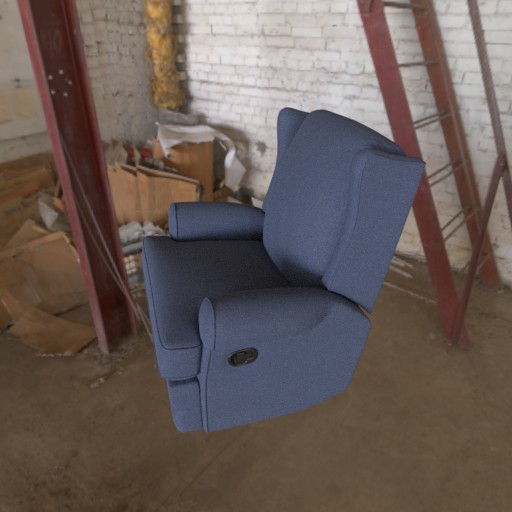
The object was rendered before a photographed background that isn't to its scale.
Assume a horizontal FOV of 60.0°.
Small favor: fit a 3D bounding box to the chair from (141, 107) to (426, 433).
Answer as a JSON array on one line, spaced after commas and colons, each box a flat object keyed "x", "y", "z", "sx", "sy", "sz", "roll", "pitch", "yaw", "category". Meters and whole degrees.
[{"x": 0.000, "y": 0.000, "z": 1.759, "sx": 0.877, "sy": 1.020, "sz": 0.971, "roll": -8, "pitch": 30, "yaw": -15, "category": "chair"}]
